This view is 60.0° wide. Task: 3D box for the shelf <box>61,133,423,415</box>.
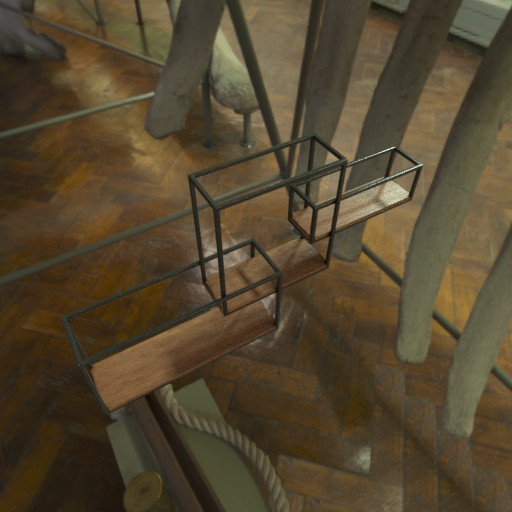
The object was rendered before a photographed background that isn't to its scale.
[{"bbox_3d":[0.000,0.000,2.106,1.781,0.972,0.275,-23,51,-20],"label":"shelf"}]
